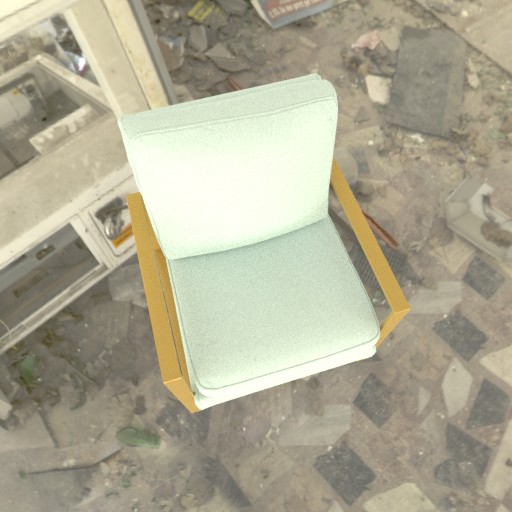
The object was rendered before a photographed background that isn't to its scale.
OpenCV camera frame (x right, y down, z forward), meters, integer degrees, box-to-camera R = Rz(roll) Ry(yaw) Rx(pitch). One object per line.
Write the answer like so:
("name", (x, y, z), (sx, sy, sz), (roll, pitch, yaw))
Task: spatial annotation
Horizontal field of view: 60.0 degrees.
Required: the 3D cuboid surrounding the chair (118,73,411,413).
("chair", (0.000, 0.000, 1.536), (0.758, 0.956, 0.813), (-15, 64, -7))
